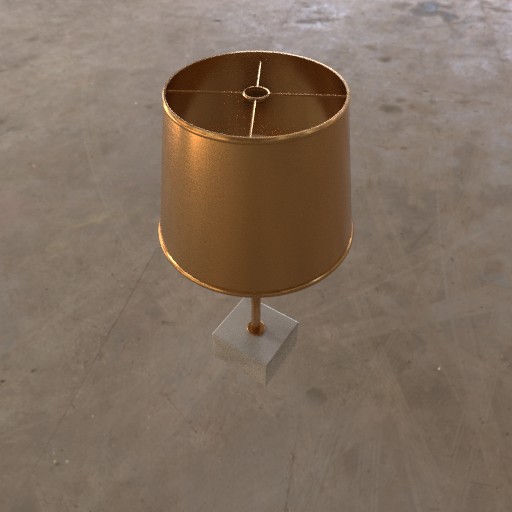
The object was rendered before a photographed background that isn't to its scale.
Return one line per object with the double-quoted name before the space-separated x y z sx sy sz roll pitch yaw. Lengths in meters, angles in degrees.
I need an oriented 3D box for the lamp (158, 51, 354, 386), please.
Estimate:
"lamp" 0.000 0.000 0.518 0.208 0.406 0.208 0 46 0
